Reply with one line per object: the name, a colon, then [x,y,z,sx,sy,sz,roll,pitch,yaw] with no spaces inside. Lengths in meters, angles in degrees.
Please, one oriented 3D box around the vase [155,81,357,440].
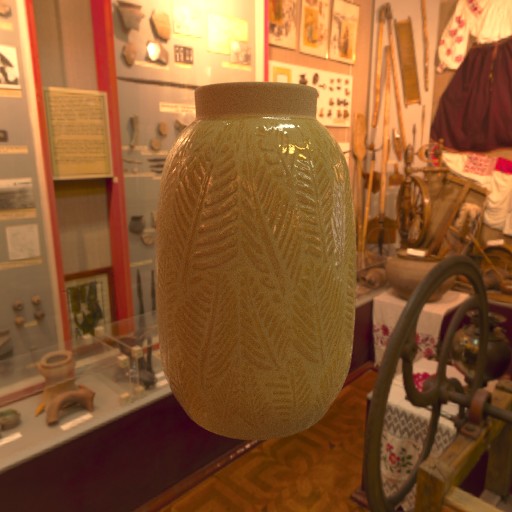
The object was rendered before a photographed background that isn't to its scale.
vase: [0.000,0.000,0.382,0.172,0.270,0.172,0,14,0]
